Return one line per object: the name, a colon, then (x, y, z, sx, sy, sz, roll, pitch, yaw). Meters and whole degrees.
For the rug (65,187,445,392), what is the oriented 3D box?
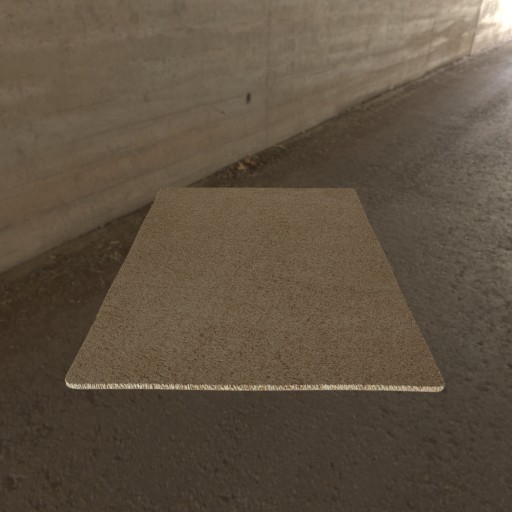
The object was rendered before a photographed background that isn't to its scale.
rug: (0.000, 0.000, 2.067, 1.199, 0.025, 1.600, 0, 31, 0)
